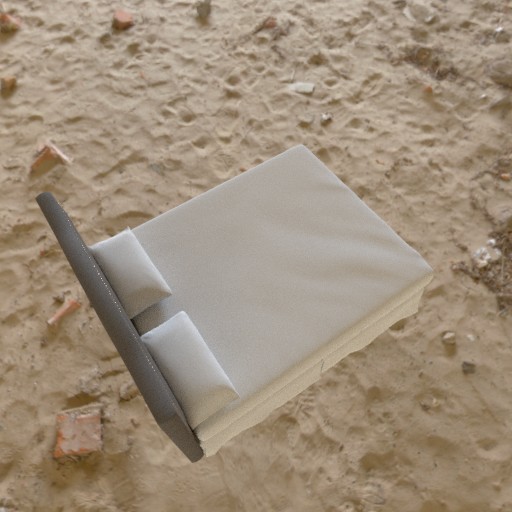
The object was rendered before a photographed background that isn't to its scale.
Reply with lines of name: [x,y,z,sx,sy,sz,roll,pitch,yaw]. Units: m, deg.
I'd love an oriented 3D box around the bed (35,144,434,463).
bed: [0.000,0.000,3.342,2.282,1.436,1.821,-30,63,-17]
